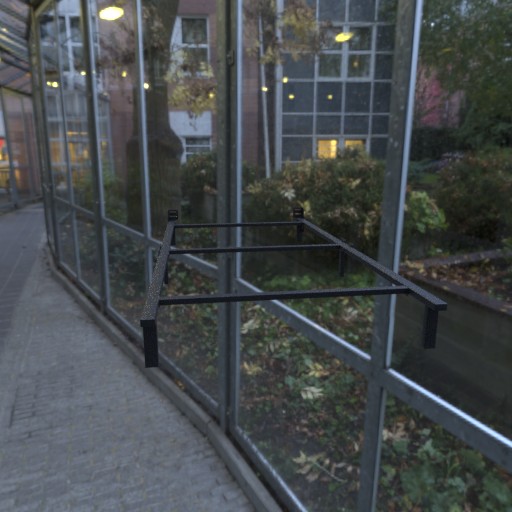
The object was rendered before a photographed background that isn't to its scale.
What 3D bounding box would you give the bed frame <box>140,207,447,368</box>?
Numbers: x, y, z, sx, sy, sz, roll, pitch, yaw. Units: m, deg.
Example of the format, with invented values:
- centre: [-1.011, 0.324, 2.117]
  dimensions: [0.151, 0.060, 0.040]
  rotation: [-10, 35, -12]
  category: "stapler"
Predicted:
- centre: [0.000, 0.000, 2.268]
  dimensions: [0.968, 0.248, 1.897]
  rotation: [-2, 13, -8]
  category: "bed frame"
